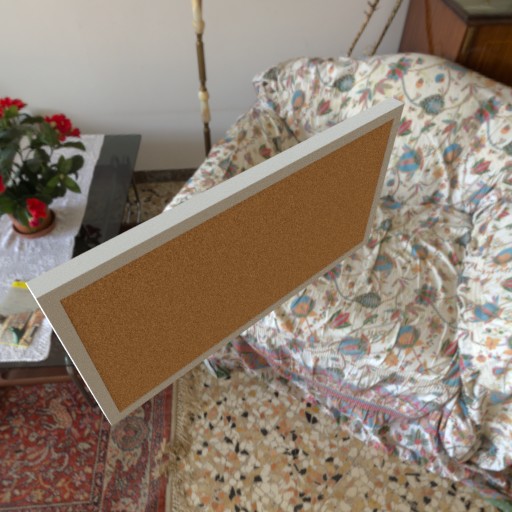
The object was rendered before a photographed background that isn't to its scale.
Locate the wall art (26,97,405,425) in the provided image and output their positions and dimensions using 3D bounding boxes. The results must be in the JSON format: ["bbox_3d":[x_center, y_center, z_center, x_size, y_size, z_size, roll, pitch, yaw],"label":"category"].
[{"bbox_3d":[0.000,0.000,0.944,0.812,0.431,0.038,-32,55,-26],"label":"wall art"}]
